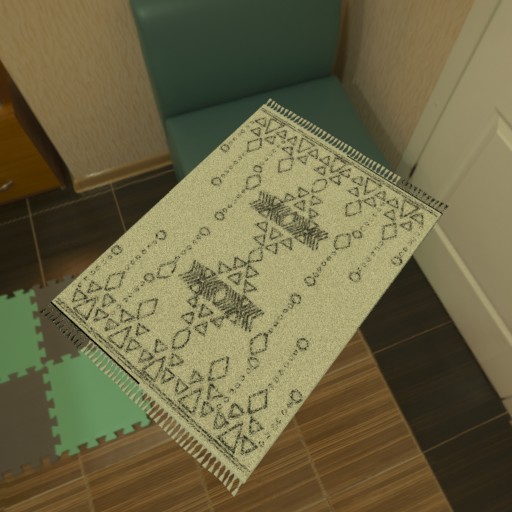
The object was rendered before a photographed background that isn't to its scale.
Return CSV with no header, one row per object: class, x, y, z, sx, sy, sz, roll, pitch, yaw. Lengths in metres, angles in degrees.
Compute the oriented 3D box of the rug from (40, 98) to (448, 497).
rug,0.000,0.000,2.931,1.600,0.013,2.312,36,69,16
